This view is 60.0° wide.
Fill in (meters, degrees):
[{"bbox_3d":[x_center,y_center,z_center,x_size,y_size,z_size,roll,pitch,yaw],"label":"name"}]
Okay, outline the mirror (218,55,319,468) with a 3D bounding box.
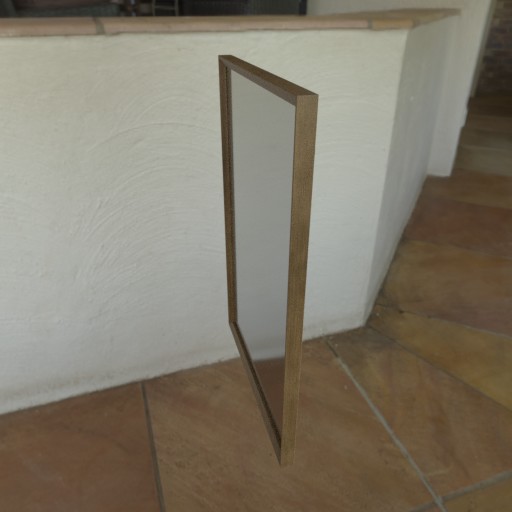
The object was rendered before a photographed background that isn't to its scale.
[{"bbox_3d":[0.000,0.000,1.170,0.041,0.915,0.609,-8,31,-14],"label":"mirror"}]
